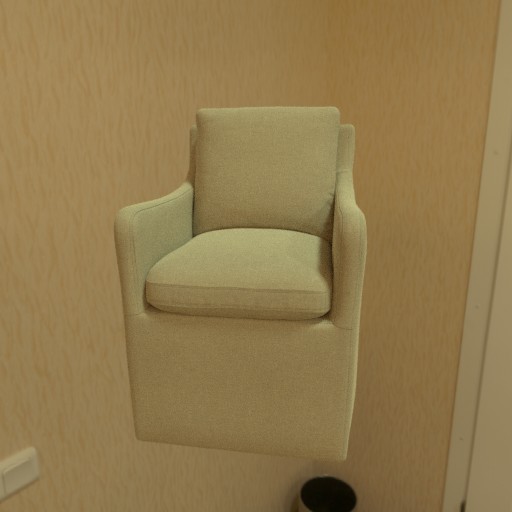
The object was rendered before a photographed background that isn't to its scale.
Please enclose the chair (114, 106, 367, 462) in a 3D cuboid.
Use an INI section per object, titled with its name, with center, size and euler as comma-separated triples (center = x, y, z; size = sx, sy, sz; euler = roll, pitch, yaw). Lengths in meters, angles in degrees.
[chair]
center = 0.000, 0.000, 1.371
size = 0.626, 0.914, 0.694
euler = 2, 14, 9
